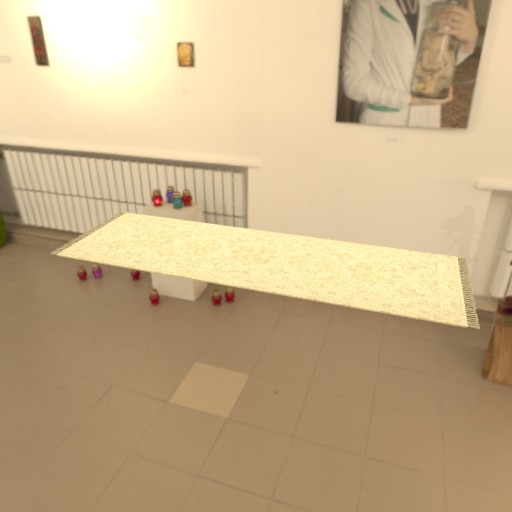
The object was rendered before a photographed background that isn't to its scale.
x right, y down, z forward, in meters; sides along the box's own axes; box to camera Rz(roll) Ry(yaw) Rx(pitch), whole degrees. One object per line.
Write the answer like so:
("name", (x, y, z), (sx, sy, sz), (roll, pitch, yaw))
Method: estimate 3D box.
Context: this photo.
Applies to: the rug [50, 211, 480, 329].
("rug", (0.000, 0.000, 2.836), (2.544, 0.015, 0.795), (9, 28, 17))
